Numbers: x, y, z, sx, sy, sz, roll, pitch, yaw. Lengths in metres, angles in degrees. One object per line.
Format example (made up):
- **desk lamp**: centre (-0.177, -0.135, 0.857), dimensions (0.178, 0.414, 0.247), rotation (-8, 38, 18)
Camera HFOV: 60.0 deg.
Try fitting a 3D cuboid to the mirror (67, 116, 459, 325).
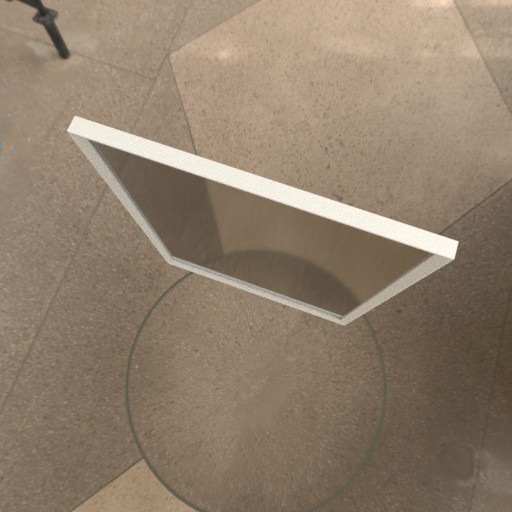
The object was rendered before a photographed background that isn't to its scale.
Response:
- **mirror**: centre (0.000, 0.000, 1.315), dimensions (0.762, 1.016, 0.041), rotation (19, 75, 5)
